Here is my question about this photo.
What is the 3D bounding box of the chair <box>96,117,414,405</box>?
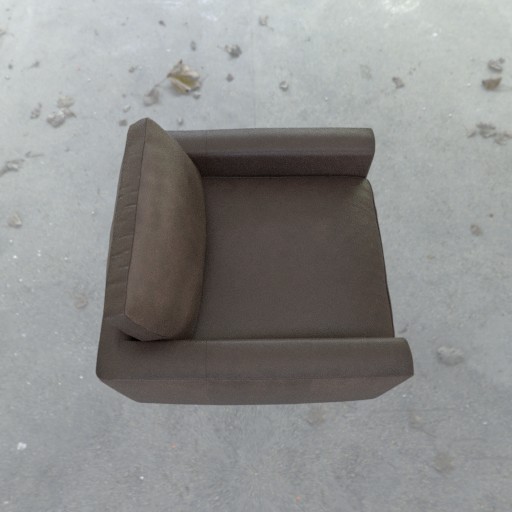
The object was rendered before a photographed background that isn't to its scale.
[{"bbox_3d":[0.000,0.000,1.813,1.069,0.812,1.100,-1,64,0],"label":"chair"}]
